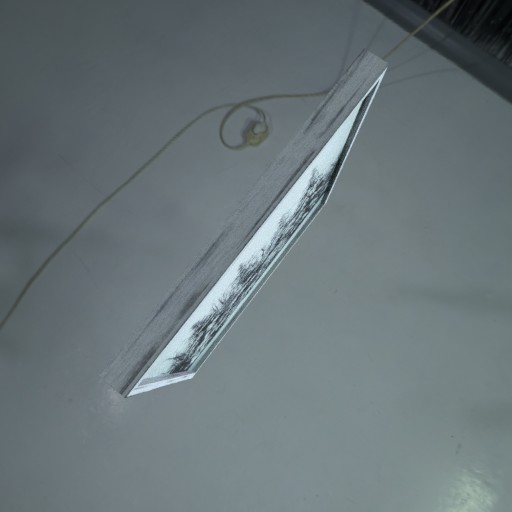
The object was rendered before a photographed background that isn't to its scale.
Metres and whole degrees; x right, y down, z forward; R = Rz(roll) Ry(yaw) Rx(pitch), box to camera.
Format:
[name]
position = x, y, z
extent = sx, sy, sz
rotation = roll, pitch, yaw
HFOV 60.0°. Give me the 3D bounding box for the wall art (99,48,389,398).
[wall art]
position = 0.000, 0.000, 0.762
extent = 0.038, 0.506, 0.506
rotation = 37, 80, 8
